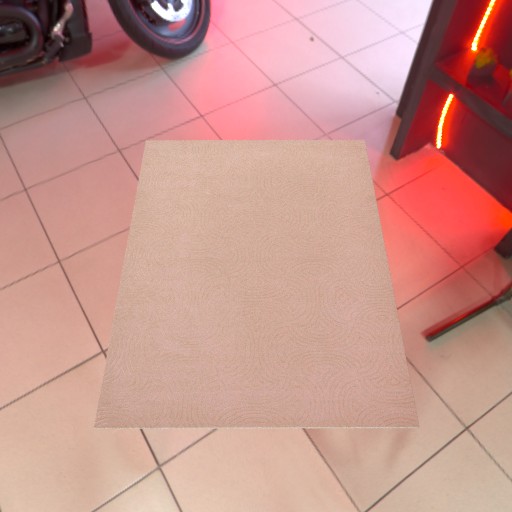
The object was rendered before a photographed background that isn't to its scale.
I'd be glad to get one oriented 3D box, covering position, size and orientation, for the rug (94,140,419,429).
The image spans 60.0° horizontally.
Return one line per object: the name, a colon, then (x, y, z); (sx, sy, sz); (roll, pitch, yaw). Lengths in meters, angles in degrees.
rug: (0.000, 0.000, 3.501); (2.073, 0.011, 2.584); (0, 58, 0)
